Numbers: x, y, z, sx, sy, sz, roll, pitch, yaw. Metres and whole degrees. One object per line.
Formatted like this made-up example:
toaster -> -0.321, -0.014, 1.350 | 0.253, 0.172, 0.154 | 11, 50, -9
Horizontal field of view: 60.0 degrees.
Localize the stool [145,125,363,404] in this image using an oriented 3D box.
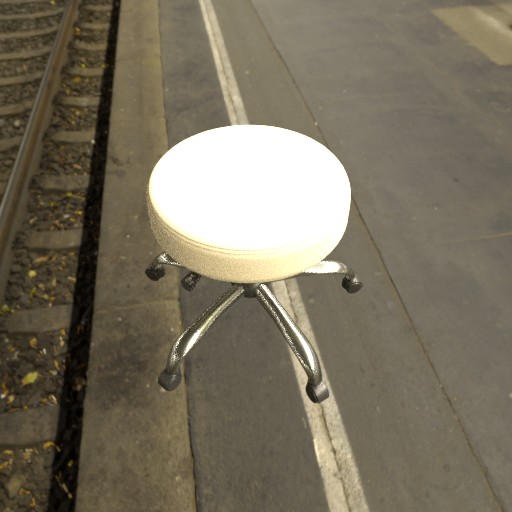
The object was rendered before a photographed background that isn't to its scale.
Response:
stool -> 0.000, 0.000, 1.067 | 0.634, 0.482, 0.614 | -24, 51, -21
